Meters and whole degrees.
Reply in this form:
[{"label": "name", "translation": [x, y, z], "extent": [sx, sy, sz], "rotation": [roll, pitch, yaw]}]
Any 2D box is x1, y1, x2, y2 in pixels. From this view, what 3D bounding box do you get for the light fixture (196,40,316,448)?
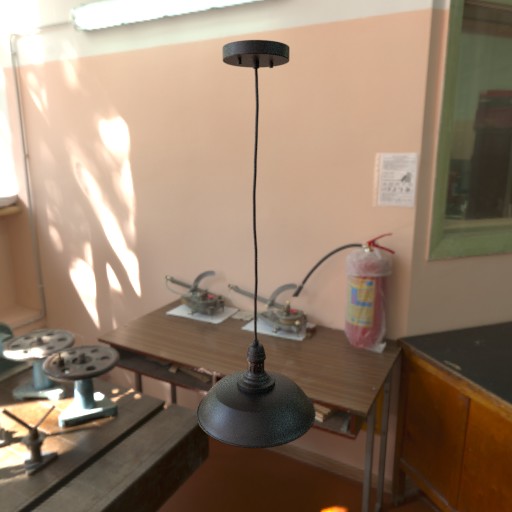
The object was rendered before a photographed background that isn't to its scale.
[{"label": "light fixture", "translation": [0.000, 0.000, 1.144], "extent": [0.331, 0.993, 0.331], "rotation": [-7, 14, -27]}]
